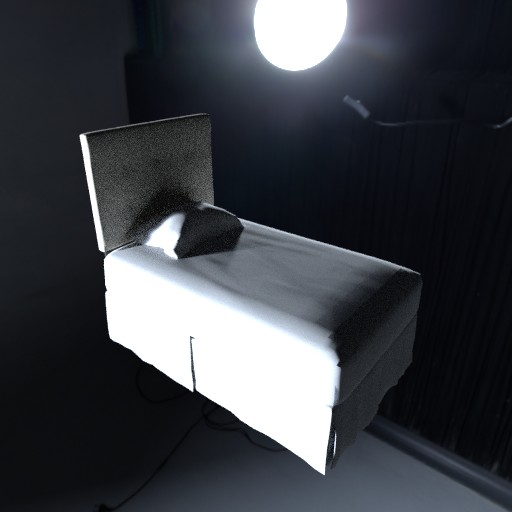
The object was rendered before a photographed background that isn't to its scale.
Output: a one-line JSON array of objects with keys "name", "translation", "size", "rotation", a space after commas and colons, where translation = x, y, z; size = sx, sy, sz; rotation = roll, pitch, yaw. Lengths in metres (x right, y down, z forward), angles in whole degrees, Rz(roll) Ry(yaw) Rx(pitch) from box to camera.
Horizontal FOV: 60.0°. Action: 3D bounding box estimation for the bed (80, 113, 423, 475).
[{"name": "bed", "translation": [0.000, 0.000, 3.003], "size": [1.997, 1.571, 1.261], "rotation": [19, 32, 34]}]
